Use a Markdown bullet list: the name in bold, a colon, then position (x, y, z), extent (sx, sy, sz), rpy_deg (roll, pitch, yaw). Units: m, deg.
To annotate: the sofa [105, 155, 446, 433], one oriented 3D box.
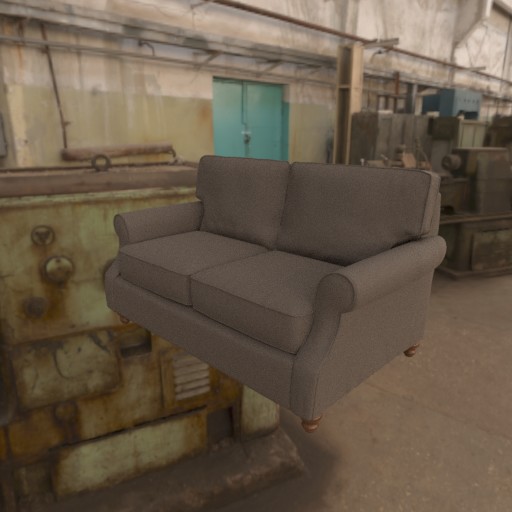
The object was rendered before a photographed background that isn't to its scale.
- **sofa**: position (0.000, 0.000, 2.285), extent (1.665, 0.937, 0.964), rpy_deg (16, 22, 42)
